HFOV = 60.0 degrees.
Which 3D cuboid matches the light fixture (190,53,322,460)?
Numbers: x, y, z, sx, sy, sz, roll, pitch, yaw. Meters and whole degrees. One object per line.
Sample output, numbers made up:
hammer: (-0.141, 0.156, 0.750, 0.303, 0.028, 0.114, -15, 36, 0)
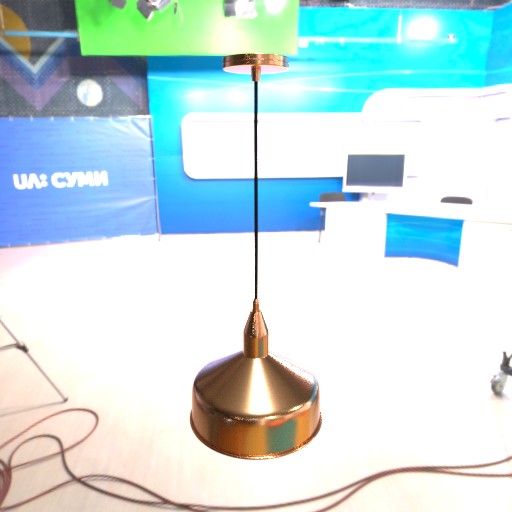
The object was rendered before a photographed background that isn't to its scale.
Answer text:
light fixture: (0.000, 0.000, 0.916, 0.301, 0.754, 0.301, 15, 21, 43)
